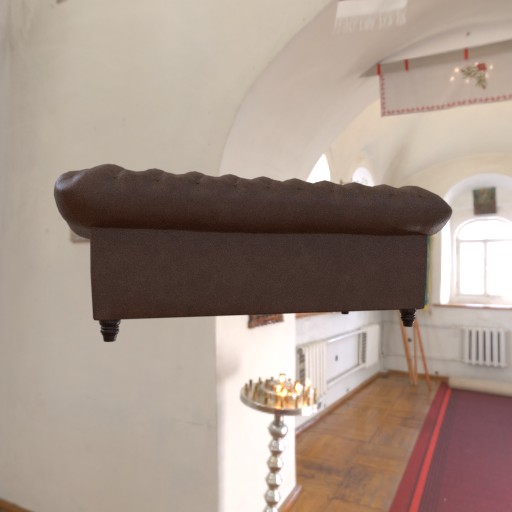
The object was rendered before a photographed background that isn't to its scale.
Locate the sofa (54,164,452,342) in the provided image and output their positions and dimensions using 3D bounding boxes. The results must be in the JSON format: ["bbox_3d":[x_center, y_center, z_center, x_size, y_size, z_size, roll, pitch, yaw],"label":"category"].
[{"bbox_3d":[0.000,0.000,2.508,2.048,0.784,0.955,0,-2,-18],"label":"sofa"}]
